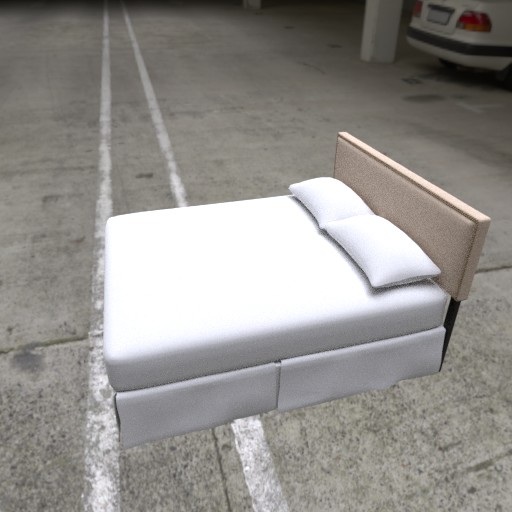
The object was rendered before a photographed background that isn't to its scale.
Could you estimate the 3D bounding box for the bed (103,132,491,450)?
[{"bbox_3d":[0.000,0.000,2.790,1.876,1.016,1.616,-8,32,-14],"label":"bed"}]
